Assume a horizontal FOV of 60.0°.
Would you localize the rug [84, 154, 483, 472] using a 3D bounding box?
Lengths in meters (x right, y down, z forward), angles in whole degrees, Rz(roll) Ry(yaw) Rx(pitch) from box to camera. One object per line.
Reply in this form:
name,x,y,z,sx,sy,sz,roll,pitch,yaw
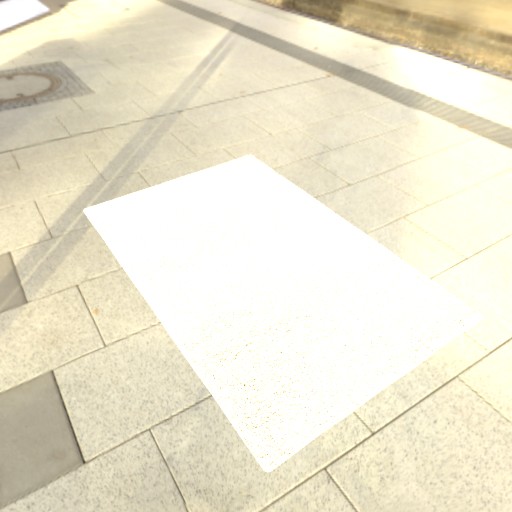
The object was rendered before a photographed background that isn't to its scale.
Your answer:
rug,0.000,0.000,3.400,1.778,0.030,2.743,-24,46,-26
